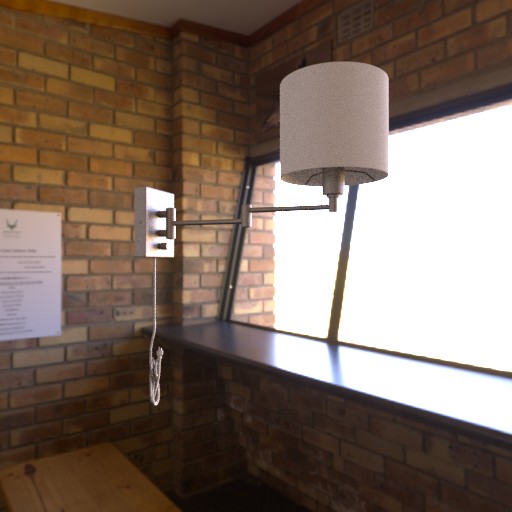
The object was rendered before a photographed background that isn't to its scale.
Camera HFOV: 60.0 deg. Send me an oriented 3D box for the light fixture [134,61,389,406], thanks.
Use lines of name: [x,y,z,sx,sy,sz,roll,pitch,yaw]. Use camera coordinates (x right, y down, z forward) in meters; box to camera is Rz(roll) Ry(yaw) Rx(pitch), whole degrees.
light fixture: [0.000,0.000,0.897,0.516,0.651,0.203,0,-1,20]
